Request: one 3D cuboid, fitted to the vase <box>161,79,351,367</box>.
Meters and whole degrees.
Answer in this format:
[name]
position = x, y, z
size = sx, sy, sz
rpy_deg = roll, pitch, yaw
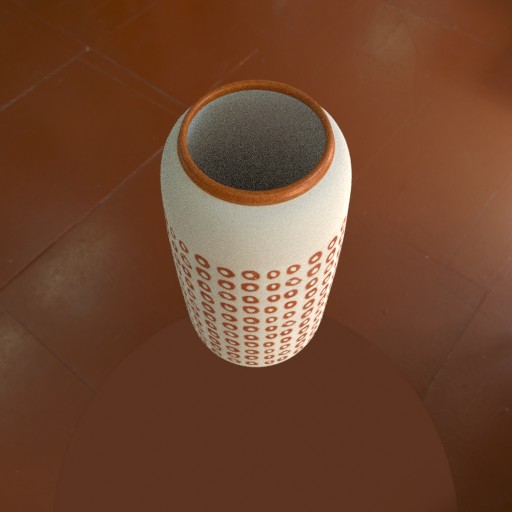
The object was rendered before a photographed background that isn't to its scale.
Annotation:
[vase]
position = 0.000, 0.000, 0.359
size = 0.133, 0.282, 0.133
rpy_deg = 0, 62, 0
